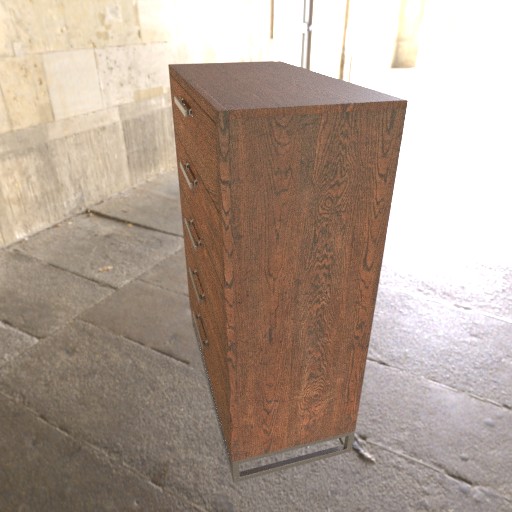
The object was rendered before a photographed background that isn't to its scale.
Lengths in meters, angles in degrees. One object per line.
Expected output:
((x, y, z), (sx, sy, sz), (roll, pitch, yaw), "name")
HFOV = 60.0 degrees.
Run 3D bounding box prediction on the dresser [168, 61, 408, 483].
((0.000, 0.000, 1.758), (0.508, 1.321, 0.965), (-8, 30, -14), "dresser")
